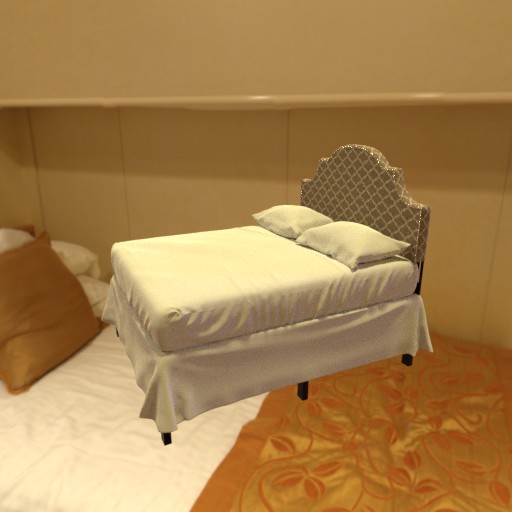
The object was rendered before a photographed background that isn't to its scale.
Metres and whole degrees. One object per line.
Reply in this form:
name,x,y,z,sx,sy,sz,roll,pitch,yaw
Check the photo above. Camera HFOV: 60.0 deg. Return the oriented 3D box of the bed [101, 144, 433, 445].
bed,0.000,0.000,3.458,2.222,1.633,1.780,-9,20,-25
